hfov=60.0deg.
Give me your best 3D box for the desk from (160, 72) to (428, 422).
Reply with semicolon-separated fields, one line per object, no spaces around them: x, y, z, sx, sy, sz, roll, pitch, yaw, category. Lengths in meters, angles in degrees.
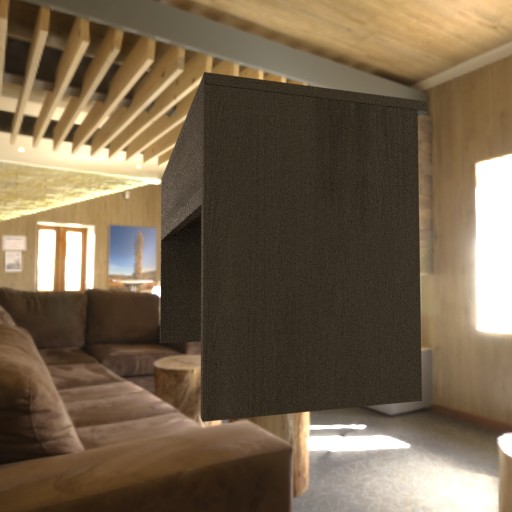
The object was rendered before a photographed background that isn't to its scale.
0.000;0.000;1.527;0.557;0.729;1.099;1;-2;-17;desk
